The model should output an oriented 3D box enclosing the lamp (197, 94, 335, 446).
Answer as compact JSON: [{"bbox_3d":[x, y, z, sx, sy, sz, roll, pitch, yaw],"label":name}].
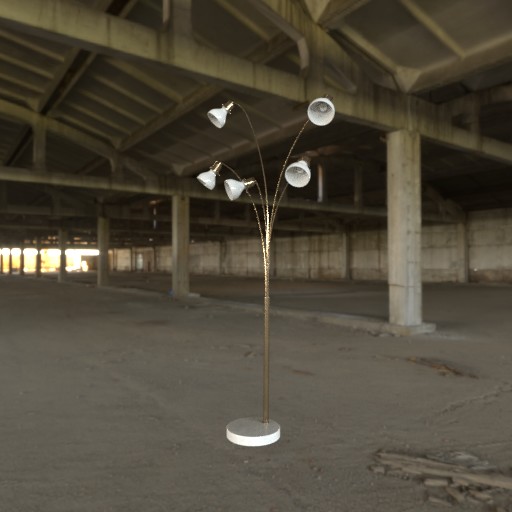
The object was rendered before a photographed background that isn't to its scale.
[{"bbox_3d":[0.000,0.000,2.986,0.361,2.423,1.405,1,-1,-36],"label":"lamp"}]
